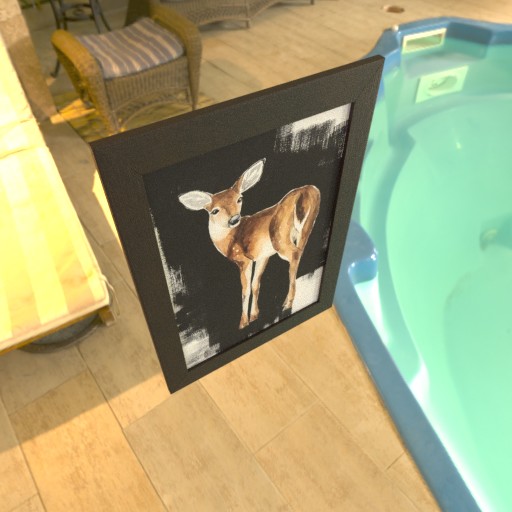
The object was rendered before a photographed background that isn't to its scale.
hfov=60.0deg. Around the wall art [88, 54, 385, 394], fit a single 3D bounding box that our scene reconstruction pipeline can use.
[{"bbox_3d":[0.000,0.000,0.658,0.359,0.508,0.013,-25,52,-21],"label":"wall art"}]
